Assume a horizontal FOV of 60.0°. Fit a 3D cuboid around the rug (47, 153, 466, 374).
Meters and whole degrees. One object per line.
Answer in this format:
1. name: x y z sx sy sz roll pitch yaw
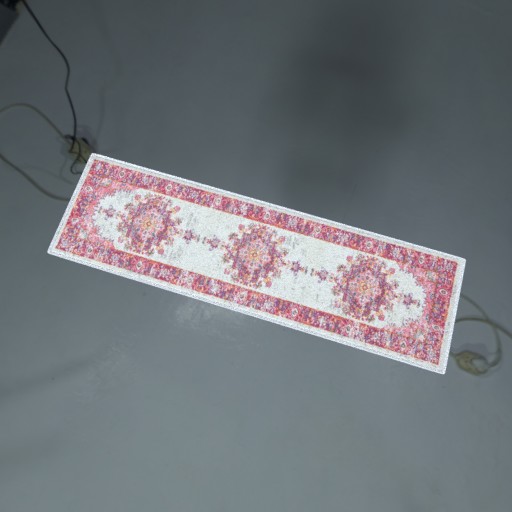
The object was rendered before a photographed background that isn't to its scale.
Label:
1. rug: 0.000 0.000 2.523 2.294 0.011 0.666 16 75 5
